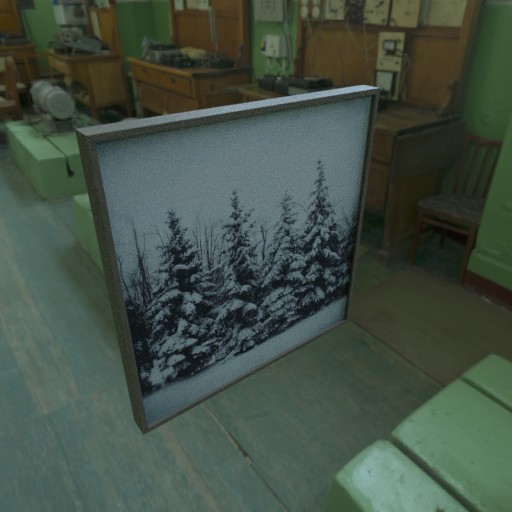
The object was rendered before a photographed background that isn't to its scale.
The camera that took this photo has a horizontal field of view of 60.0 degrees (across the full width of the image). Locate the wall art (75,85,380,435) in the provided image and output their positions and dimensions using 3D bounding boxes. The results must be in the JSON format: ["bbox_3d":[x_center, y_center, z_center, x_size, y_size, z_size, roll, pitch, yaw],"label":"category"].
[{"bbox_3d":[0.000,0.000,0.769,0.507,0.507,0.037,-21,36,-32],"label":"wall art"}]
